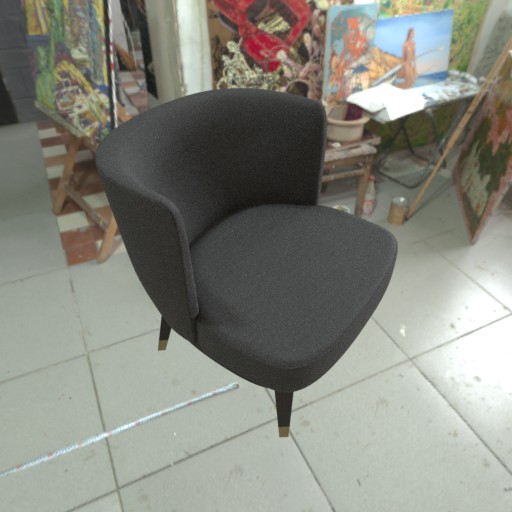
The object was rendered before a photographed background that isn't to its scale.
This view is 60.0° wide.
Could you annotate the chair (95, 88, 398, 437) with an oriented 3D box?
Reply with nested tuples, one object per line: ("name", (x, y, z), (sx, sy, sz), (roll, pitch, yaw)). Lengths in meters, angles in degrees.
("chair", (0.000, 0.000, 1.256), (0.698, 0.695, 0.639), (25, 46, 26))
